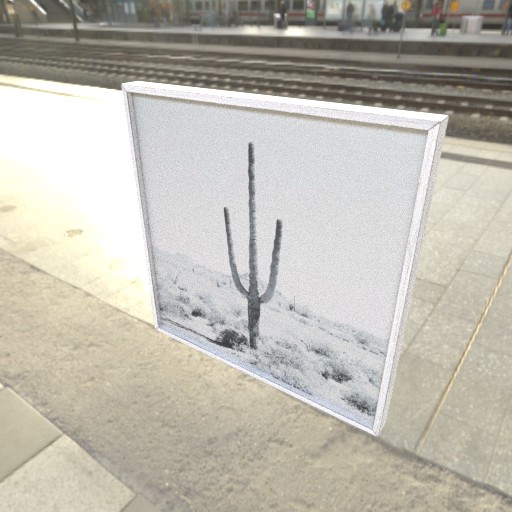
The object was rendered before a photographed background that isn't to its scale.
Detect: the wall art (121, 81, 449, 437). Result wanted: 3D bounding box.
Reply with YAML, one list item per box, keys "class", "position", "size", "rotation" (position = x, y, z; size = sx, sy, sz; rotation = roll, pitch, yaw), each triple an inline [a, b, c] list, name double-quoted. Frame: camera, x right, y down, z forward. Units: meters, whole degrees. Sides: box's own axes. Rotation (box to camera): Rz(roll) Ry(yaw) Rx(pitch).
- class: "wall art"
  position: [0.000, 0.000, 0.742]
  size: [0.508, 0.508, 0.038]
  rotation: [18, 34, 29]
